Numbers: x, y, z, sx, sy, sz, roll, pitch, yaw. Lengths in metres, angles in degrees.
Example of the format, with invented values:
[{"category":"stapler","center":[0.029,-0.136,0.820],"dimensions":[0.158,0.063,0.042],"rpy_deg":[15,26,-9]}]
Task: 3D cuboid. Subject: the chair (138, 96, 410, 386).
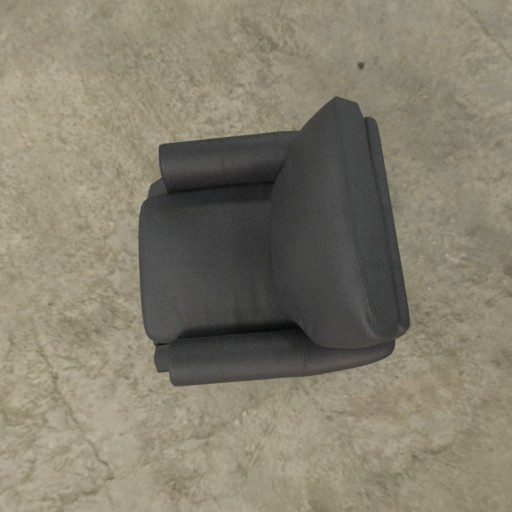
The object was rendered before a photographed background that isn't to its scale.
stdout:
[{"category":"chair","center":[0.000,0.000,1.818],"dimensions":[1.027,0.960,1.015],"rpy_deg":[0,76,0]}]
